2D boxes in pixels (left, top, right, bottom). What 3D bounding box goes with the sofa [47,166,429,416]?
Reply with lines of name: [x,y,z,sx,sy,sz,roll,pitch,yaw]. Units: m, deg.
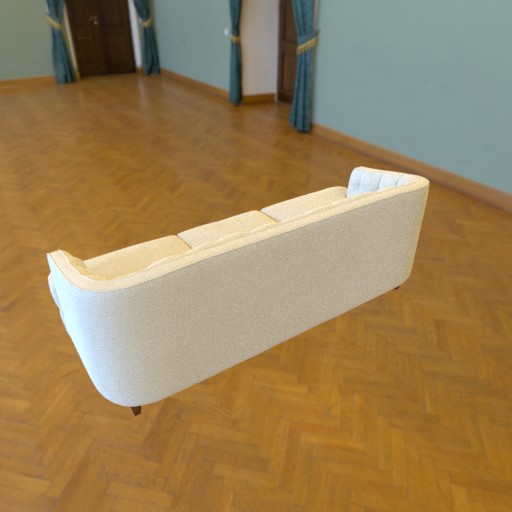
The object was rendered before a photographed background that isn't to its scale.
sofa: [0.000,0.000,2.749,2.278,0.855,0.941,-20,37,-28]
